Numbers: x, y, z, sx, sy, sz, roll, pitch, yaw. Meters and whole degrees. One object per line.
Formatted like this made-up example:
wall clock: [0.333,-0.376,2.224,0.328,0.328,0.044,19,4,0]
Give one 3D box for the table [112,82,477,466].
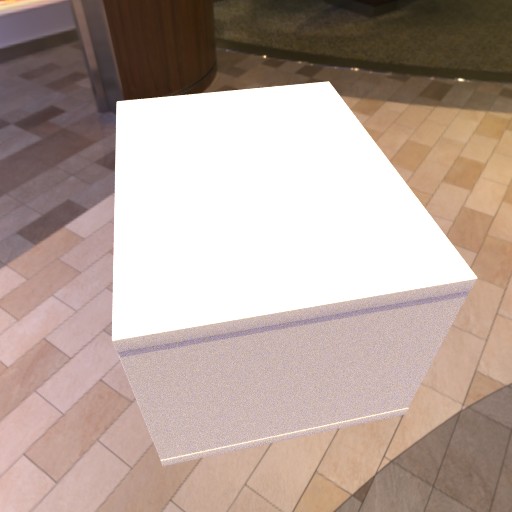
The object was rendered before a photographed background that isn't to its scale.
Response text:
table: [0.000,0.000,0.769,0.399,0.357,0.517,-9,46,-8]
